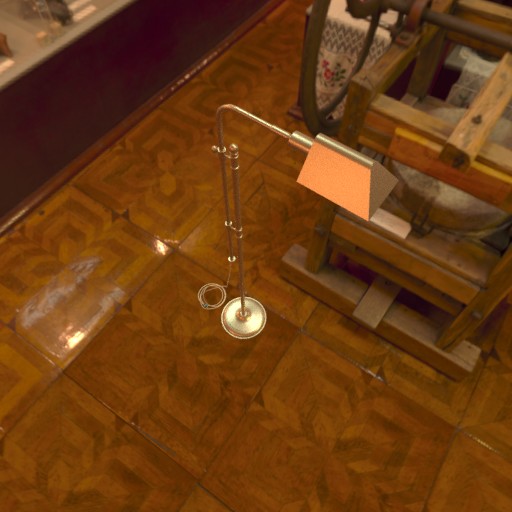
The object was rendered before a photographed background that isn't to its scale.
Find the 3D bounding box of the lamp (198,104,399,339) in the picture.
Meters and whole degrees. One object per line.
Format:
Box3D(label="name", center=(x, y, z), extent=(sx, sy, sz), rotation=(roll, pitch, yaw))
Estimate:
Box3D(label="lamp", center=(0.000, 0.000, 1.841), extent=(0.813, 1.571, 0.256), rotation=(33, 64, 18))
